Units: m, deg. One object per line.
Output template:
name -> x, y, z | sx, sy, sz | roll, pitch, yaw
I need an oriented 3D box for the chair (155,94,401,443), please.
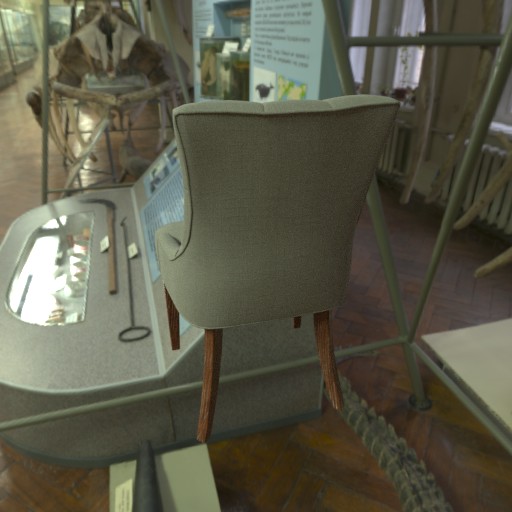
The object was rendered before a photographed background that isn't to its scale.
chair -> 0.000, 0.000, 1.208 | 0.509, 0.874, 0.565 | -8, 28, -15
